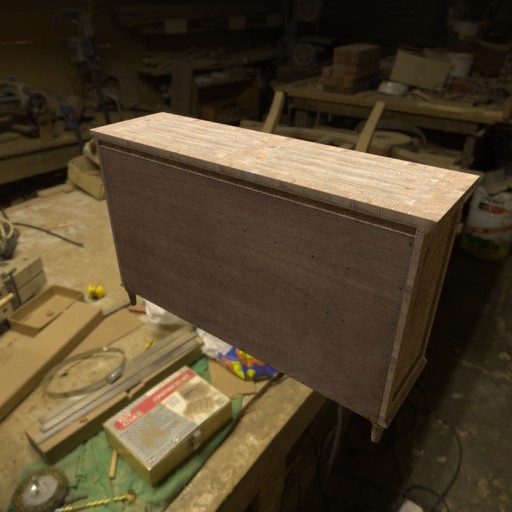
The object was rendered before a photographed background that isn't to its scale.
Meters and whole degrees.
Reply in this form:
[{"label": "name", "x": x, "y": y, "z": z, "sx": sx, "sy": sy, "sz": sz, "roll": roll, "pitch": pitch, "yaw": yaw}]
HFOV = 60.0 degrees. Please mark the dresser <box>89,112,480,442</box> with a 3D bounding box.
[{"label": "dresser", "x": 0.000, "y": 0.000, "z": 2.079, "sx": 1.626, "sy": 1.016, "sz": 0.457, "roll": 21, "pitch": 36, "yaw": 31}]
